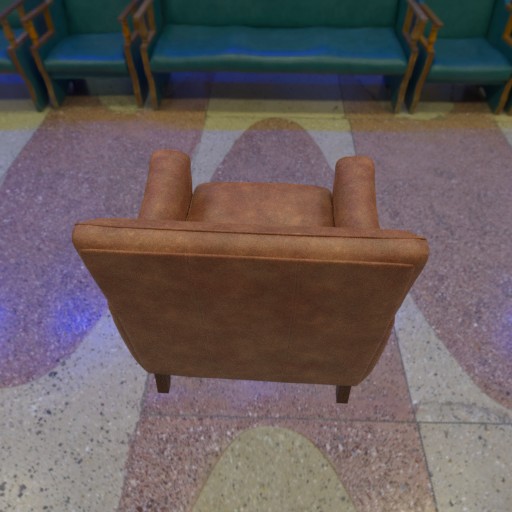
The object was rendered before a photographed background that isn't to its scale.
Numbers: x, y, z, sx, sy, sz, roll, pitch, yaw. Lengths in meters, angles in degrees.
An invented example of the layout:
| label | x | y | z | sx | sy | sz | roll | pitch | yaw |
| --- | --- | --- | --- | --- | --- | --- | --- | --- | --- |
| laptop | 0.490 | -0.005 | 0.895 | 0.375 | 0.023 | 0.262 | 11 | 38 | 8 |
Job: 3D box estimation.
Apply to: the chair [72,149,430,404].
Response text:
| label | x | y | z | sx | sy | sz | roll | pitch | yaw |
| --- | --- | --- | --- | --- | --- | --- | --- | --- | --- |
| chair | 0.000 | 0.000 | 1.587 | 0.870 | 0.943 | 0.823 | 3 | 48 | 2 |
